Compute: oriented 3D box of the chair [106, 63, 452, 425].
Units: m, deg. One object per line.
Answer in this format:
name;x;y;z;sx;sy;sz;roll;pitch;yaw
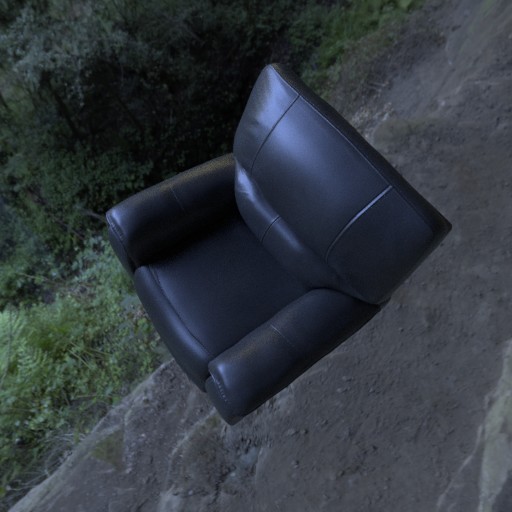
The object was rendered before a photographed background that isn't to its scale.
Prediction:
chair;0.000;0.000;2.004;1.087;1.109;1.096;-33;68;-15
